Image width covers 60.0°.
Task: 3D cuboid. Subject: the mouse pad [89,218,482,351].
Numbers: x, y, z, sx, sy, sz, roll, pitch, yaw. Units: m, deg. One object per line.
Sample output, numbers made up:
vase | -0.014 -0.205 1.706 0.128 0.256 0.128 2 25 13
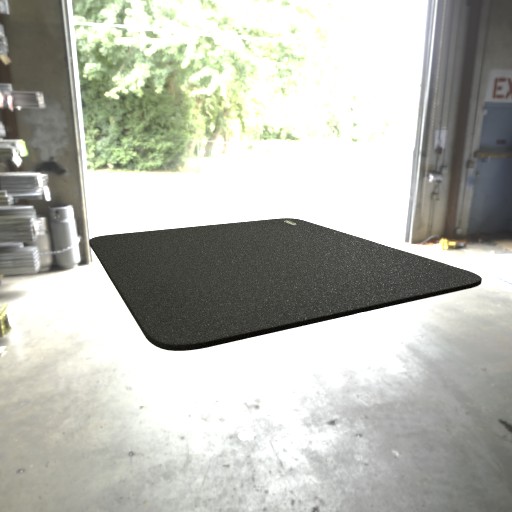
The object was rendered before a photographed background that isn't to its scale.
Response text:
mouse pad | 0.000 0.000 0.317 0.203 0.003 0.229 -8 17 -26
